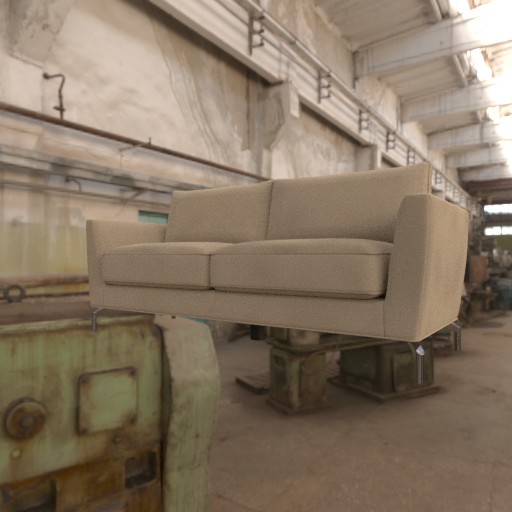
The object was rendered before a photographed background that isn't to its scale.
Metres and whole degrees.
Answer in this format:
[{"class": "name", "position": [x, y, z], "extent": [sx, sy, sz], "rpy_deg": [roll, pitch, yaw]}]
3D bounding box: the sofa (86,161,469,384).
[{"class": "sofa", "position": [0.000, 0.000, 2.664], "extent": [2.214, 1.005, 0.868], "rpy_deg": [0, 0, 35]}]
